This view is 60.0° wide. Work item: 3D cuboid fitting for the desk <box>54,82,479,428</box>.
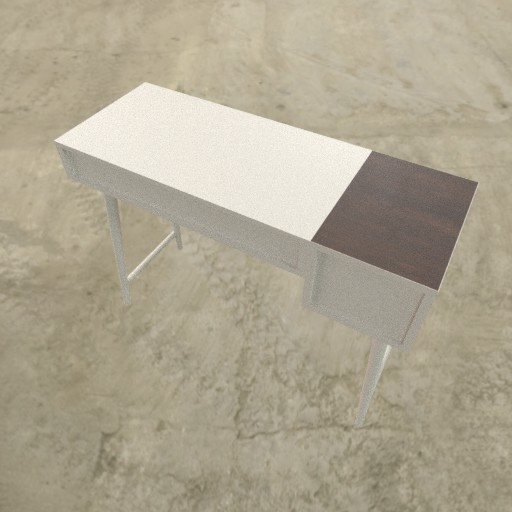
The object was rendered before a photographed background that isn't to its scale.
[{"bbox_3d":[0.000,0.000,1.459,1.069,0.761,0.409,23,52,20],"label":"desk"}]
